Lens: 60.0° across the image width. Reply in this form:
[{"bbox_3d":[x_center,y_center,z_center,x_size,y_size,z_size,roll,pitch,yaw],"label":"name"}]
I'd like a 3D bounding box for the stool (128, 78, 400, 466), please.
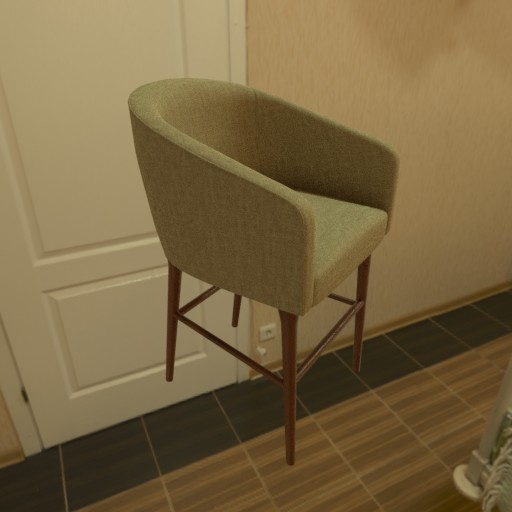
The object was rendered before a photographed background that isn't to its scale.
[{"bbox_3d":[0.000,0.000,1.330,0.635,0.952,0.559,18,33,30],"label":"stool"}]
